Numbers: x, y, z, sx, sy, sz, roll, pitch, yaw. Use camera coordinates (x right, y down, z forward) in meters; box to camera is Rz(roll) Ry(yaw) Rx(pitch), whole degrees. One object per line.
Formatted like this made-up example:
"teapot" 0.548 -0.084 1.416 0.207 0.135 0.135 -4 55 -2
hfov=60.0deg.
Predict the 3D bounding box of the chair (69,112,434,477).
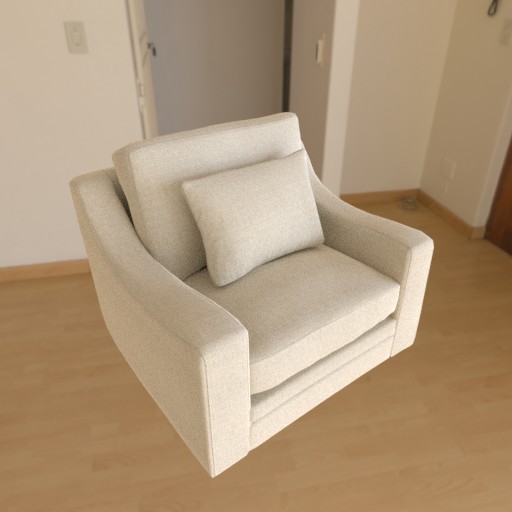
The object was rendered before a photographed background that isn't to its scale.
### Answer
"chair" 0.000 0.000 1.923 1.178 1.016 1.009 -21 36 -31
